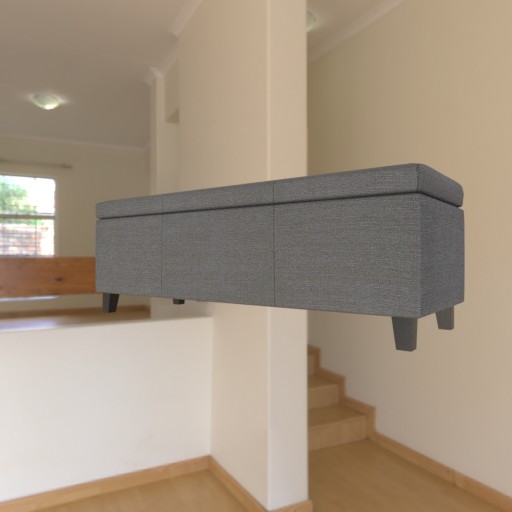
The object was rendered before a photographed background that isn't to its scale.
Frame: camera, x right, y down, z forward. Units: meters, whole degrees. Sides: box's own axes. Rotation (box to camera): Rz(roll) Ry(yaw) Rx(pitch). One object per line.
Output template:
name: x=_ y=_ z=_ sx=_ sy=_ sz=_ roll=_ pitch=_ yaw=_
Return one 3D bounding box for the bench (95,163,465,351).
bench: x=0.000 y=0.000 z=1.530 sx=1.269 sy=0.438 sz=0.446 roll=0 pitch=0 yaw=37
